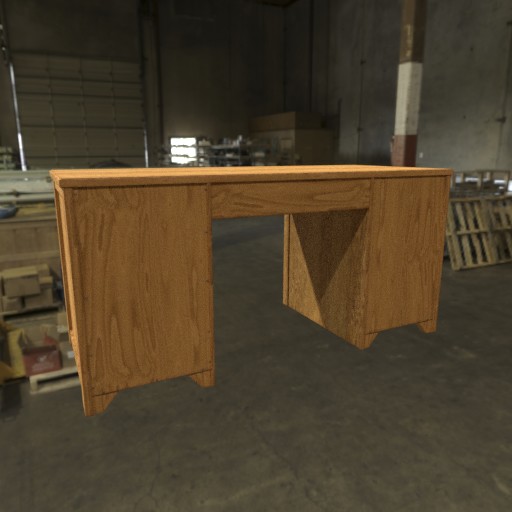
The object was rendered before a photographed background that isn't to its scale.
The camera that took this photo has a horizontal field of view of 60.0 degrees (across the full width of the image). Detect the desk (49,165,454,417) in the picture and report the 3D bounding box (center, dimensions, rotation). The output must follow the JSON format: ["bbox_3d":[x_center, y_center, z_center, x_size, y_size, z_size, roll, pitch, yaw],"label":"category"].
[{"bbox_3d":[0.000,0.000,1.957,1.567,0.751,0.685,-7,15,-26],"label":"desk"}]
